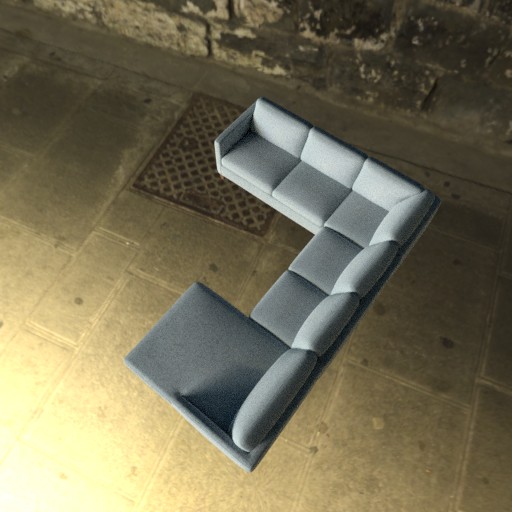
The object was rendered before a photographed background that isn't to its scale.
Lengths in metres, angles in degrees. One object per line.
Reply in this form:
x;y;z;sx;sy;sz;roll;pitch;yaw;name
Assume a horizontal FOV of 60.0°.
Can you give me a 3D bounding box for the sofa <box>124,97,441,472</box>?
0.000;0.000;4.764;2.551;0.889;3.403;35;68;17;sofa
